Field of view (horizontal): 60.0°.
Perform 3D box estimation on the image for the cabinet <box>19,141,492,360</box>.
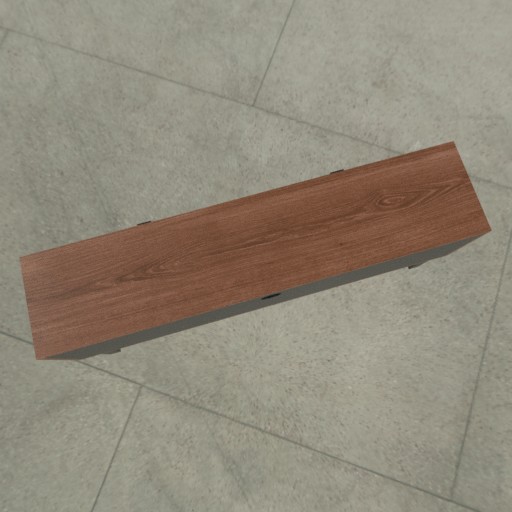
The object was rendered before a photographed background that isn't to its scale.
[{"bbox_3d":[0.000,0.000,1.829,1.650,0.500,0.400,-15,77,-4],"label":"cabinet"}]
